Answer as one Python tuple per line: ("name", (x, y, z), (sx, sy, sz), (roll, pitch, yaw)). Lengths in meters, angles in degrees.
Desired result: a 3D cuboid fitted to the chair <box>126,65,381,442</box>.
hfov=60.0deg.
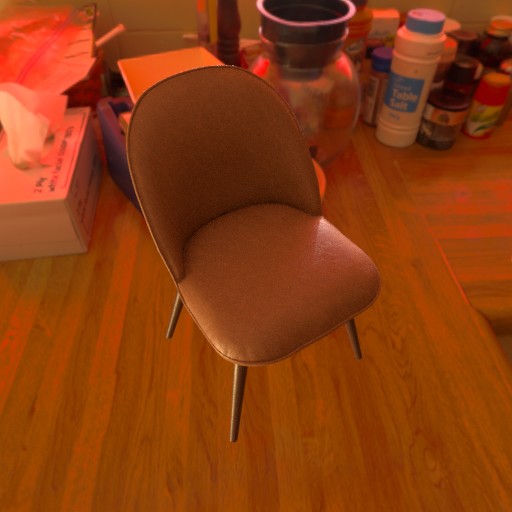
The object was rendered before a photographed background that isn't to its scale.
("chair", (0.000, 0.000, 1.248), (0.521, 0.831, 0.631), (-26, 52, -23))
